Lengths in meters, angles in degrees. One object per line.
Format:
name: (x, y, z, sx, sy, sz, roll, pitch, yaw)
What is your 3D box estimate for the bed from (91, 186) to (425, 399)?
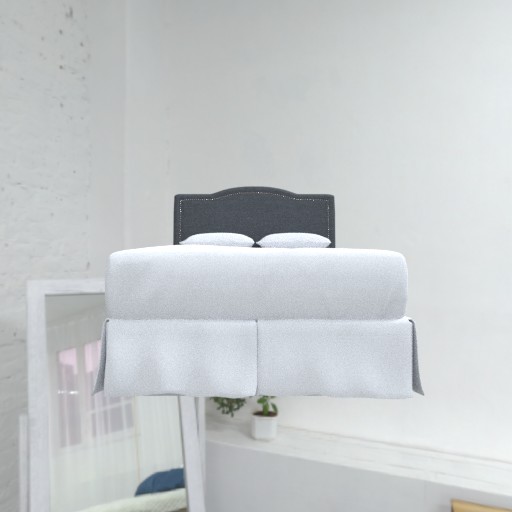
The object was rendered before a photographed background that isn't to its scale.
bed: (0.000, 0.000, 3.482, 1.747, 1.441, 2.507, 0, 1, 0)
